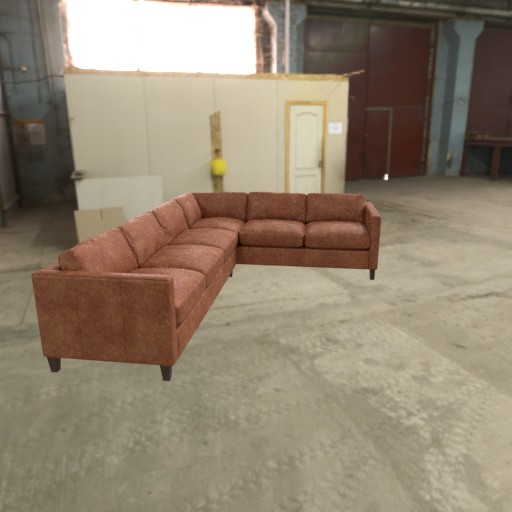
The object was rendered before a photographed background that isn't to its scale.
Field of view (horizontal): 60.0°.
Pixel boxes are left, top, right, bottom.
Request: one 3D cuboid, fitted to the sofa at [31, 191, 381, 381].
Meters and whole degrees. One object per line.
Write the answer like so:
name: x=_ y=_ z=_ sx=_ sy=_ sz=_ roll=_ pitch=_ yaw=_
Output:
sofa: x=0.000 y=0.000 z=4.174 sx=2.438 sy=0.838 sz=3.167 roll=2 pitch=16 yaw=8
